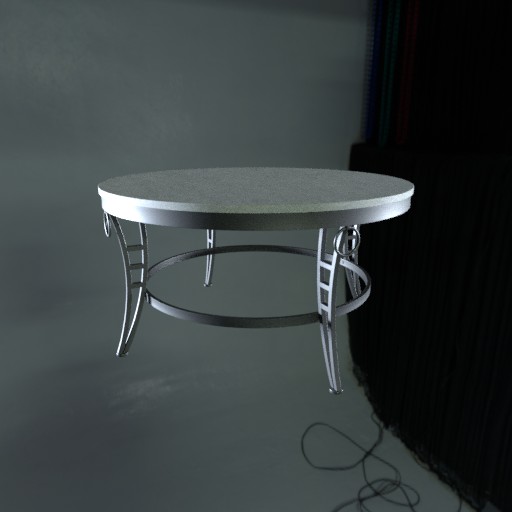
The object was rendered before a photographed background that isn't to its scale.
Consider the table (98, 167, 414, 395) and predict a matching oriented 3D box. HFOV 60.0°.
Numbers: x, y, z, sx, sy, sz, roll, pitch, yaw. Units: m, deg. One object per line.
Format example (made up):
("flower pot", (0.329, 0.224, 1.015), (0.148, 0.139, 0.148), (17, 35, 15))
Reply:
("table", (0.000, 0.000, 1.383), (0.889, 0.470, 0.889), (0, 16, 0))
